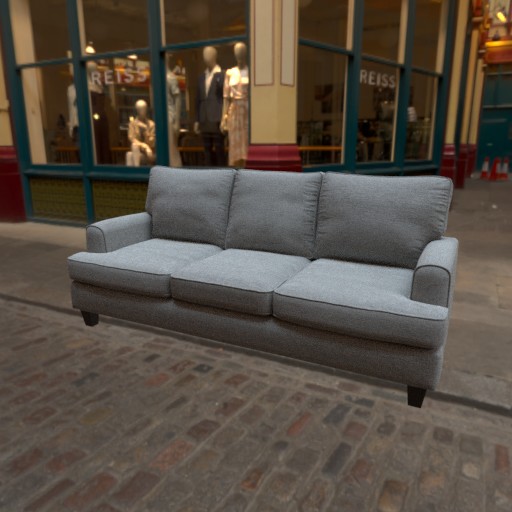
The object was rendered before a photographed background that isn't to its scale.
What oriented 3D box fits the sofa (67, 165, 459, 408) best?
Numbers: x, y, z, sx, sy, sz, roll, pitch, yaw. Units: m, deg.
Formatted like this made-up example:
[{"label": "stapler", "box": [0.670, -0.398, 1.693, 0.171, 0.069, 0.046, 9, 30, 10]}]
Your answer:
[{"label": "sofa", "box": [0.000, 0.000, 2.622, 2.158, 0.965, 0.951, 7, 17, 25]}]
